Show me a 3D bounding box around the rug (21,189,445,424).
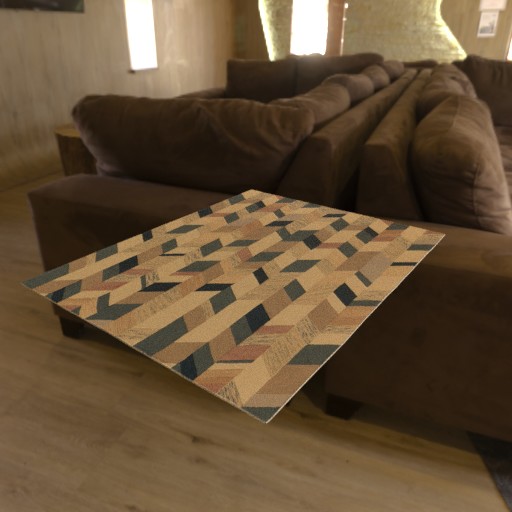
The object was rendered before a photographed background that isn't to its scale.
[{"bbox_3d":[0.000,0.000,4.003,2.451,0.011,3.072,18,31,33],"label":"rug"}]
